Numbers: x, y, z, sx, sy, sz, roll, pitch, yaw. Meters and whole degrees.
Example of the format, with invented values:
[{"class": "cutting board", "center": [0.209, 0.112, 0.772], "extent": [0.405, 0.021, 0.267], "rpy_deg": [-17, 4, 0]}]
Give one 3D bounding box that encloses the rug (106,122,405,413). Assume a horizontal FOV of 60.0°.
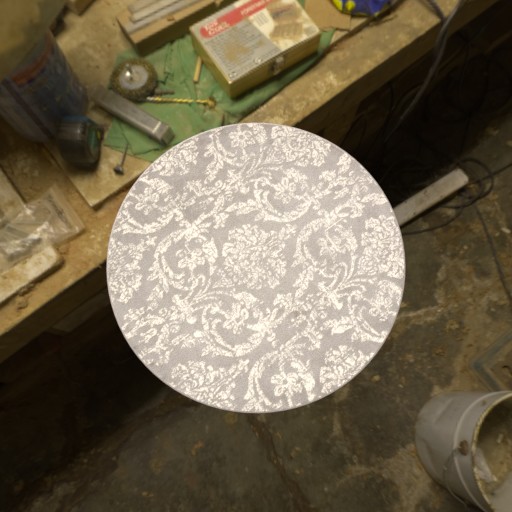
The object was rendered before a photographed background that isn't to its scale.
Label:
[{"class": "rug", "center": [0.000, 0.000, 2.369], "extent": [1.593, 0.012, 1.593], "rpy_deg": [0, 76, 0]}]
